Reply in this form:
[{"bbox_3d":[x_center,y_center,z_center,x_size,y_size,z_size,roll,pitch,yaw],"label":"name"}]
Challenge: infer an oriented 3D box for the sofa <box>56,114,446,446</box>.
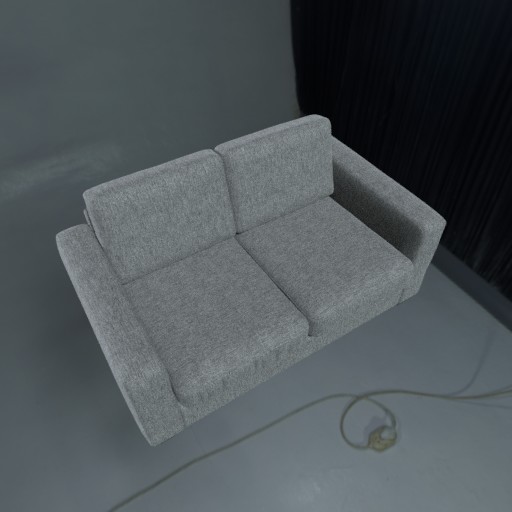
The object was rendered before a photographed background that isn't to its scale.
[{"bbox_3d":[0.000,0.000,2.034,1.520,0.800,0.900,-25,51,-21],"label":"sofa"}]
